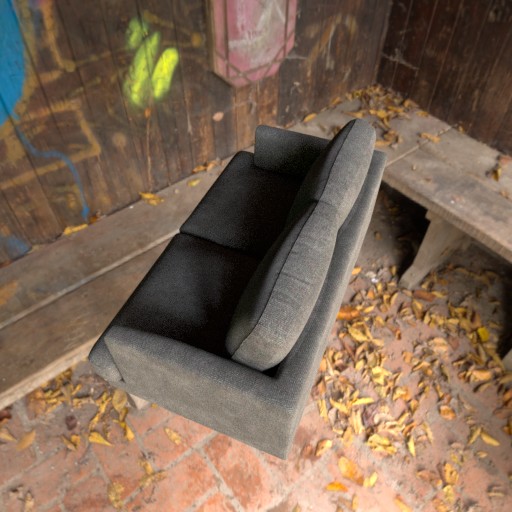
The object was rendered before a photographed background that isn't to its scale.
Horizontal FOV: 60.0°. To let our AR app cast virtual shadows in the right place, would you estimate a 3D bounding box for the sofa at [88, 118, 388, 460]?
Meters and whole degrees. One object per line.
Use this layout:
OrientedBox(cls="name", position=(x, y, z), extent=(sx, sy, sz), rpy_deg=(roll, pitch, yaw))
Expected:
OrientedBox(cls="sofa", position=(0.000, 0.000, 2.190), extent=(0.903, 0.956, 1.582), rpy_deg=(17, 51, 15))
